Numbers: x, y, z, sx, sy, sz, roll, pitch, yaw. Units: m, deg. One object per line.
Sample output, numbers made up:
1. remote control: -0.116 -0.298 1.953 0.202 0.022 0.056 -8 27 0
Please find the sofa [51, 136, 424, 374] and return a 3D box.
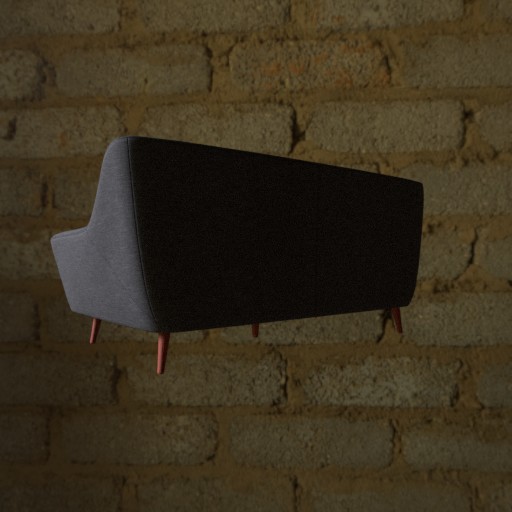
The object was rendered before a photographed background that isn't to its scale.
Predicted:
1. sofa: 0.000 0.000 2.434 1.929 0.896 0.975 0 0 -36
